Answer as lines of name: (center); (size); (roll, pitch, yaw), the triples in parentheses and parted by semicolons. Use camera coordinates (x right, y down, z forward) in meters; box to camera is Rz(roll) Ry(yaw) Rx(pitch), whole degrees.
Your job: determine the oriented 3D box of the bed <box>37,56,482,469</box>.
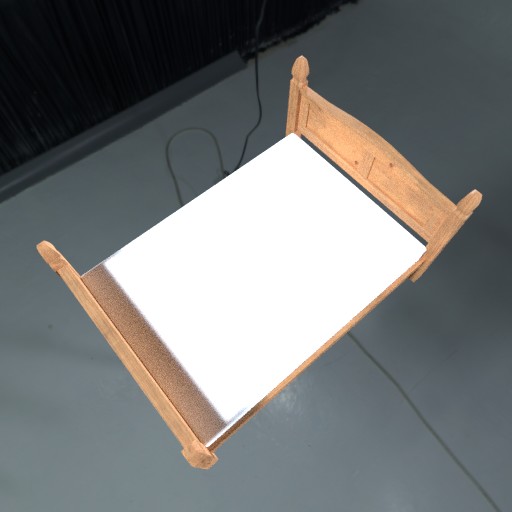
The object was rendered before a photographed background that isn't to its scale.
bed: (0.000, 0.000, 2.863); (2.069, 1.100, 1.490); (-37, 69, -17)
